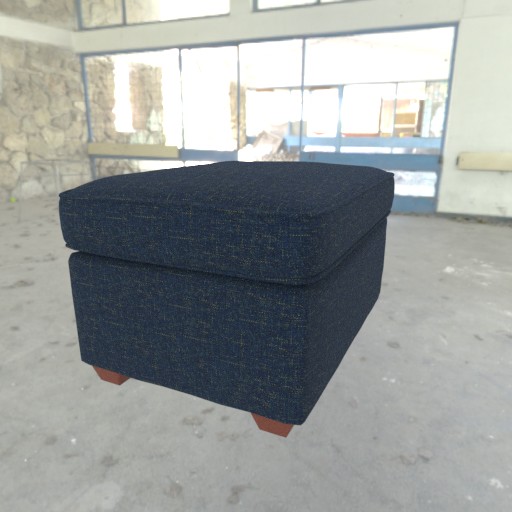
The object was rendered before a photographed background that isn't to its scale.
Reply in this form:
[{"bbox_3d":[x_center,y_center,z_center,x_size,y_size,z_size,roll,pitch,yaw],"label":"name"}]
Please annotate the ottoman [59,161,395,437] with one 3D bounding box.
[{"bbox_3d":[0.000,0.000,1.098,0.549,0.450,0.749,8,18,25],"label":"ottoman"}]
